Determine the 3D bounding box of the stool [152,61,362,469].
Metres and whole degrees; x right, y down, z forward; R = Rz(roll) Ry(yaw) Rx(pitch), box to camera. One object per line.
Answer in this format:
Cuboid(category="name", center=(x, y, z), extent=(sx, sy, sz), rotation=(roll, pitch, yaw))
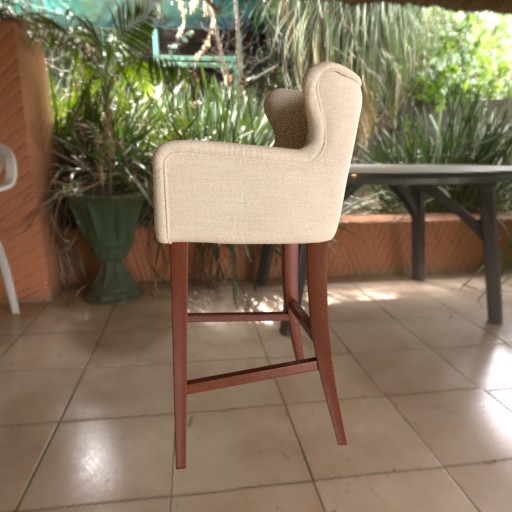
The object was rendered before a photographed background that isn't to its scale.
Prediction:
Cuboid(category="stool", center=(0.000, 0.000, 1.357), extent=(0.563, 1.034, 0.556), rotation=(-2, 14, -9))
